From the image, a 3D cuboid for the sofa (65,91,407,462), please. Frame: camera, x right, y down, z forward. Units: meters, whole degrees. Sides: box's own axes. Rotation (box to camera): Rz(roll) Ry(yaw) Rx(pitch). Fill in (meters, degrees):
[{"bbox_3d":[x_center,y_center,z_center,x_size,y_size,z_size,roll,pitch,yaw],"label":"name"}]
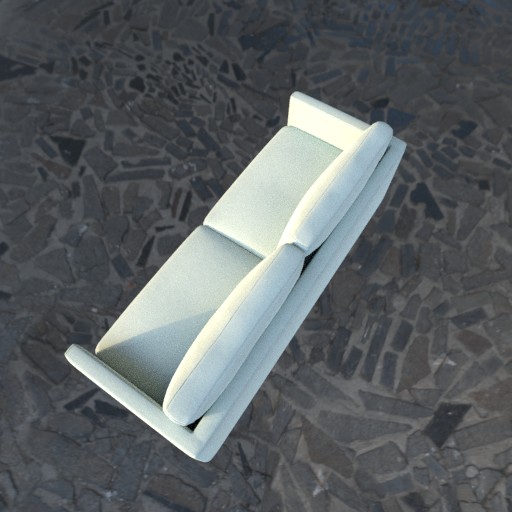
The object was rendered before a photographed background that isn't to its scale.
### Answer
[{"bbox_3d":[0.000,0.000,2.982,0.948,0.965,2.434,31,67,15],"label":"sofa"}]
